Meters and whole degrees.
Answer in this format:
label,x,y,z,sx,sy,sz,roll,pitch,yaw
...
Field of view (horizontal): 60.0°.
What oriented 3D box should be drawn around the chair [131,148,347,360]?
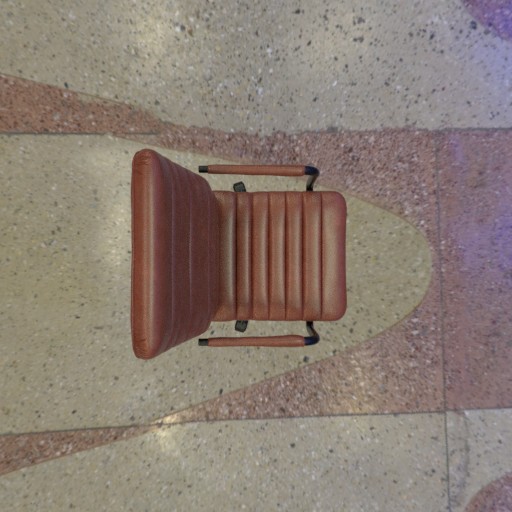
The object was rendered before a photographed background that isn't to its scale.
label,x,y,z,sx,sy,sz,roll,pitch,yaw
chair,0.000,0.000,1.317,0.580,0.979,0.608,0,90,0
